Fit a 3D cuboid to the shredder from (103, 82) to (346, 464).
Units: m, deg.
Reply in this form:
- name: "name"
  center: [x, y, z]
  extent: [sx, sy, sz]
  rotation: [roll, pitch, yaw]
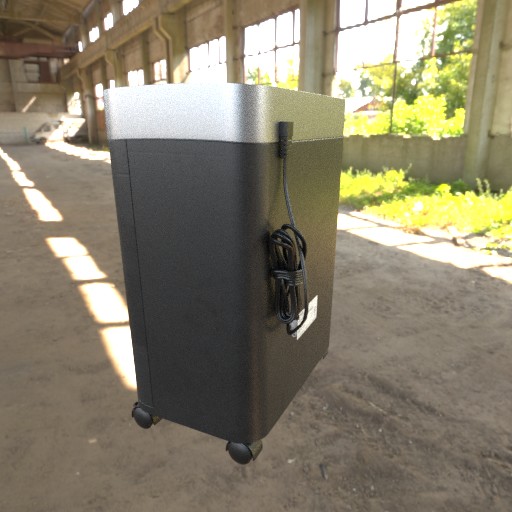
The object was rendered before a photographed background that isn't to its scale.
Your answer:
- name: "shredder"
  center: [0.000, 0.000, 0.600]
  extent: [0.237, 0.419, 0.311]
  rotation: [8, 18, 25]
